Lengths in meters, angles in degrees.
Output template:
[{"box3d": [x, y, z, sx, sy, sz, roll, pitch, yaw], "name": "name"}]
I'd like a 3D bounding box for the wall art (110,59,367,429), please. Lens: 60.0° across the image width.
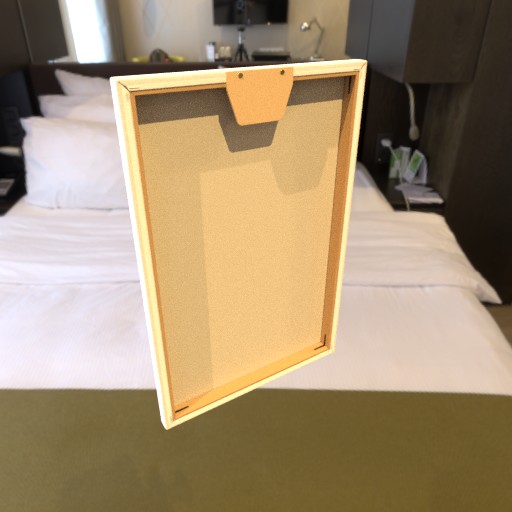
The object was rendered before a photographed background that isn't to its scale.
[{"box3d": [0.000, 0.000, 1.146, 0.602, 0.902, 0.048, -17, 33, -27], "name": "wall art"}]
